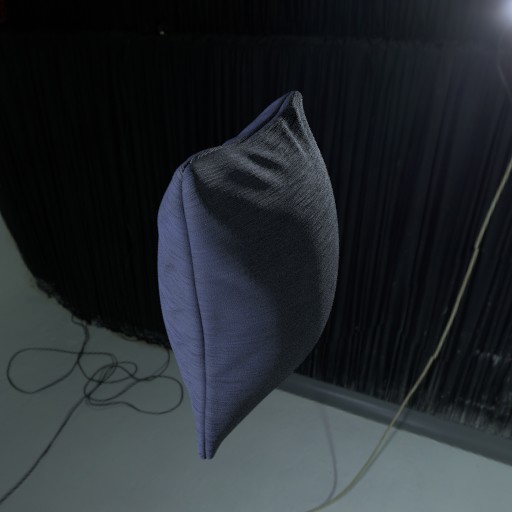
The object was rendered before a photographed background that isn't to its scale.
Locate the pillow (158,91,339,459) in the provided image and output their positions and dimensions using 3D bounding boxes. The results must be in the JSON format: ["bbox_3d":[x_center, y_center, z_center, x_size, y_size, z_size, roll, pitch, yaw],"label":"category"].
[{"bbox_3d":[0.000,0.000,0.673,0.246,0.414,0.432,9,31,16],"label":"pillow"}]
